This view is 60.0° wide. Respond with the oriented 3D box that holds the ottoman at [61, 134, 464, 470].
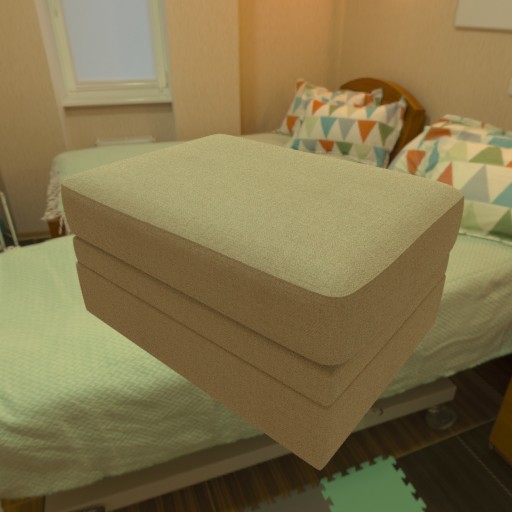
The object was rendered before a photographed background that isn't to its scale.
[{"bbox_3d":[0.000,0.000,1.210,0.885,0.478,0.637,22,37,34],"label":"ottoman"}]
